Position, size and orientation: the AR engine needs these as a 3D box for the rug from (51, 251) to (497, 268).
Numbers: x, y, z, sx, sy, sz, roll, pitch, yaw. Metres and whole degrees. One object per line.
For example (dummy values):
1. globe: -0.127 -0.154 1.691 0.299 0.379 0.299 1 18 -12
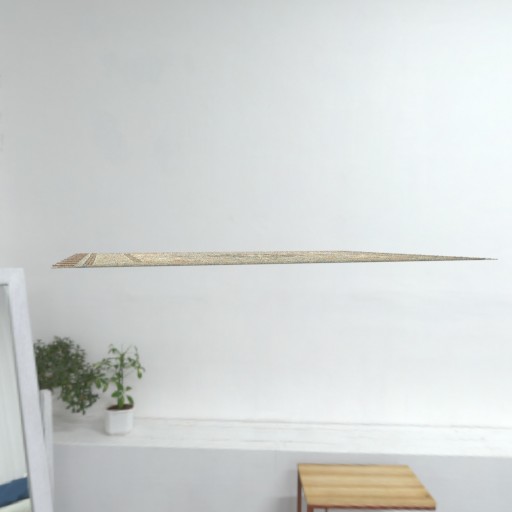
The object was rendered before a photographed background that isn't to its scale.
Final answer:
1. rug: 0.000 0.000 4.075 3.221 0.011 2.379 -1 2 -19
